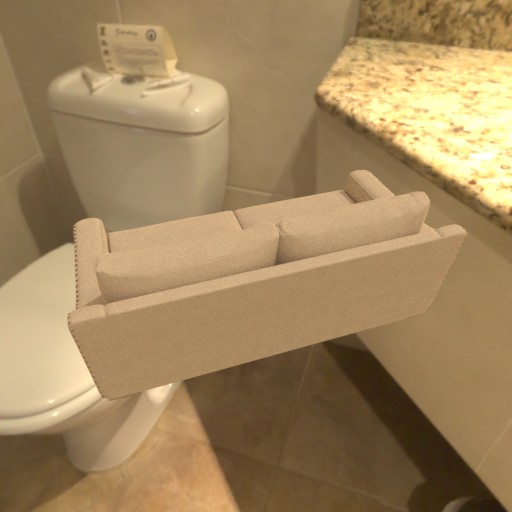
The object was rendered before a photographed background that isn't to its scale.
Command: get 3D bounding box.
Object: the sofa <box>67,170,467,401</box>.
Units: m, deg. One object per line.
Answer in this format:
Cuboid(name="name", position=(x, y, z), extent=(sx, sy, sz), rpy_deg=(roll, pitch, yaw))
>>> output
Cuboid(name="sofa", position=(0.000, 0.000, 2.795), extent=(2.107, 0.983, 1.104), rpy_deg=(-12, 42, -14))
